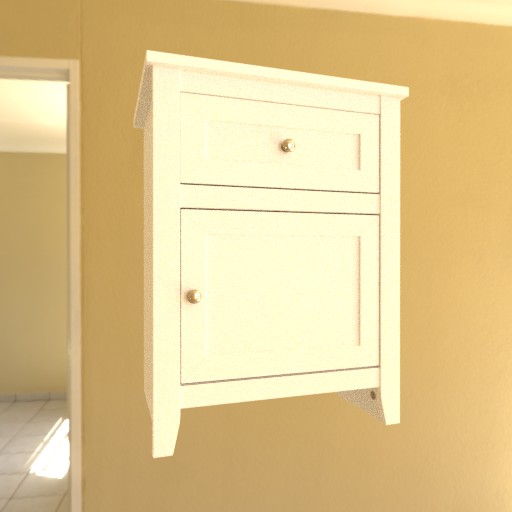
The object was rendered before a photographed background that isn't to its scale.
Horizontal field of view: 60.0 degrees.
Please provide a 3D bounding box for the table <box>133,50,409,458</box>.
[{"bbox_3d":[0.000,0.000,0.936,0.480,0.635,0.381,0,0,-18],"label":"table"}]
